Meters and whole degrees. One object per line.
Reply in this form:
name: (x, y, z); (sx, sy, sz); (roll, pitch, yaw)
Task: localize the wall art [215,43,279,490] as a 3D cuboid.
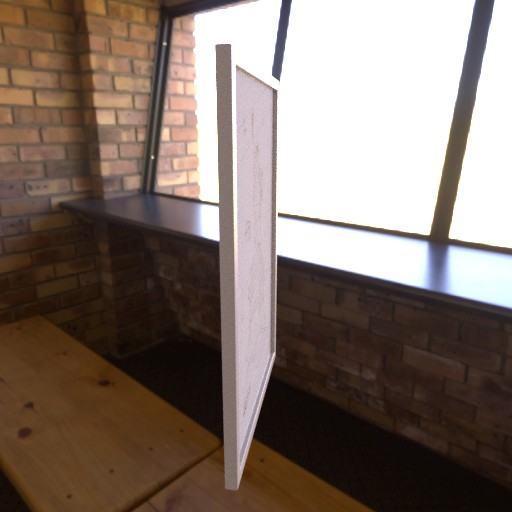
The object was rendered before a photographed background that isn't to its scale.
wall art: (0.000, 0.000, 1.501); (0.038, 1.183, 0.808); (3, 16, 10)
